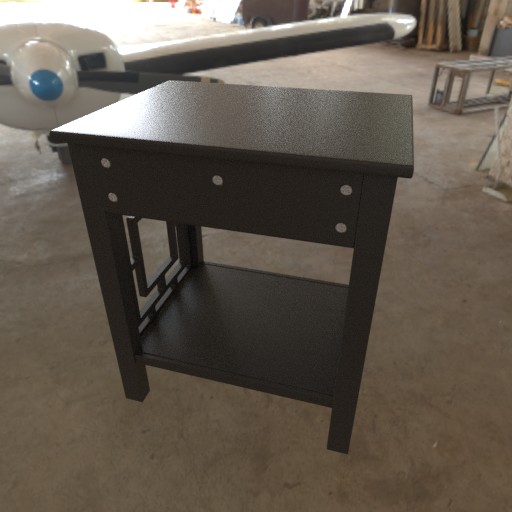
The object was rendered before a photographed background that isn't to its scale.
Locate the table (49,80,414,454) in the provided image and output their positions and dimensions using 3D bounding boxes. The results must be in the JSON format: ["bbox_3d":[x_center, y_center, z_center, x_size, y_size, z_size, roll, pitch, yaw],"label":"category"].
[{"bbox_3d":[0.000,0.000,1.000,0.564,0.646,0.451,9,33,14],"label":"table"}]
